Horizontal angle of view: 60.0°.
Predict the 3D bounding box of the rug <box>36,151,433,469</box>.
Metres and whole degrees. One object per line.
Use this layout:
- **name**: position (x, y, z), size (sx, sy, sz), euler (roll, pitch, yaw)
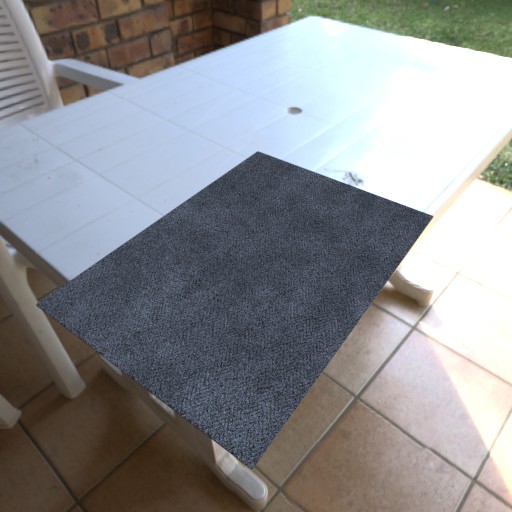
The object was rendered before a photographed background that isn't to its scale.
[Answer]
- **rug**: position (0.000, 0.000, 2.940), size (1.600, 0.008, 2.235), euler (26, 49, 26)
